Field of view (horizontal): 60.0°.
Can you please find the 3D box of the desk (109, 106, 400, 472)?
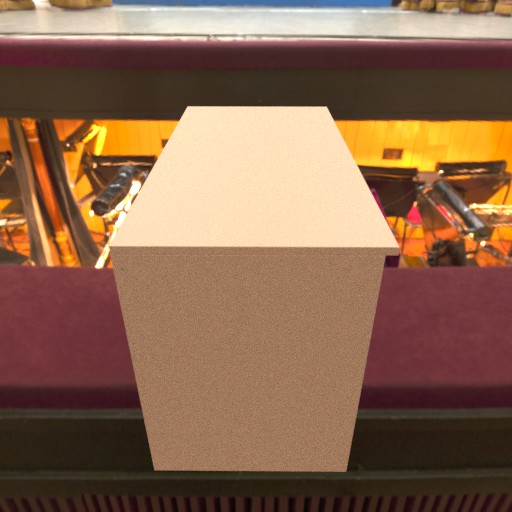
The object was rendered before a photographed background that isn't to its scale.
[{"bbox_3d":[0.000,0.000,1.510,0.560,0.730,1.100,0,32,0],"label":"desk"}]
